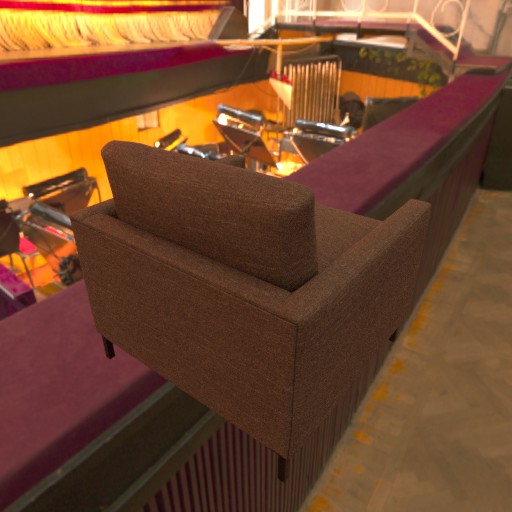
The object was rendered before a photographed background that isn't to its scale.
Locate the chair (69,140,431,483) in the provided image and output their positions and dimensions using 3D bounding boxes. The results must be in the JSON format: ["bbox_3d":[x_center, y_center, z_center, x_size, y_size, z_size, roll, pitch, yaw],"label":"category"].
[{"bbox_3d":[0.000,0.000,1.578,0.940,0.841,0.845,21,36,32],"label":"chair"}]
